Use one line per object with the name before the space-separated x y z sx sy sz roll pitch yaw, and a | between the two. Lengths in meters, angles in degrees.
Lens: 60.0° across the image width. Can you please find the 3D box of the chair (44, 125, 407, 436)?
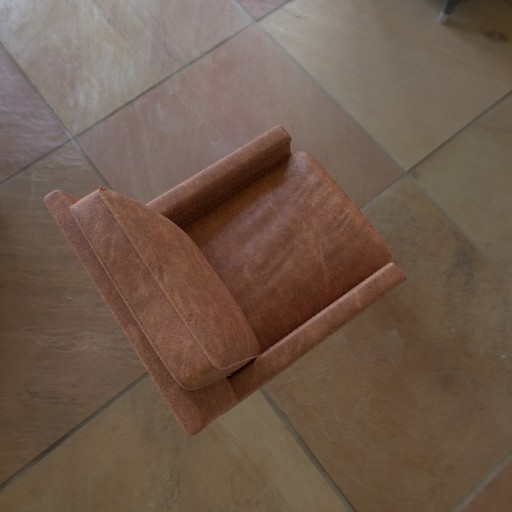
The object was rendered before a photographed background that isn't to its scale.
chair | 0.000 0.000 1.784 1.035 1.054 0.854 -34 76 -10
